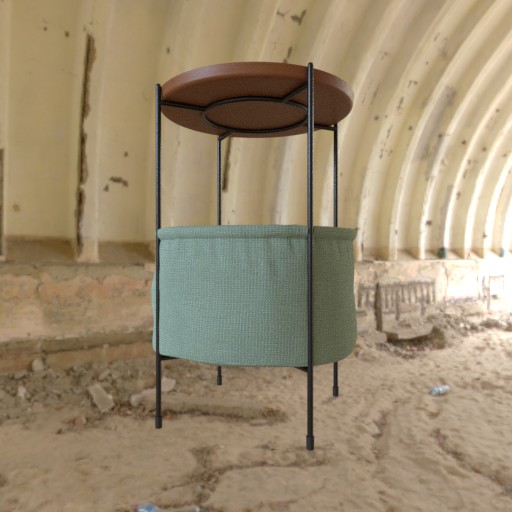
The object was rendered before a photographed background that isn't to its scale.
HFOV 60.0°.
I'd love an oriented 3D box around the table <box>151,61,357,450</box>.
[{"bbox_3d":[0.000,0.000,0.893,0.400,0.623,0.400,0,0,19],"label":"table"}]
